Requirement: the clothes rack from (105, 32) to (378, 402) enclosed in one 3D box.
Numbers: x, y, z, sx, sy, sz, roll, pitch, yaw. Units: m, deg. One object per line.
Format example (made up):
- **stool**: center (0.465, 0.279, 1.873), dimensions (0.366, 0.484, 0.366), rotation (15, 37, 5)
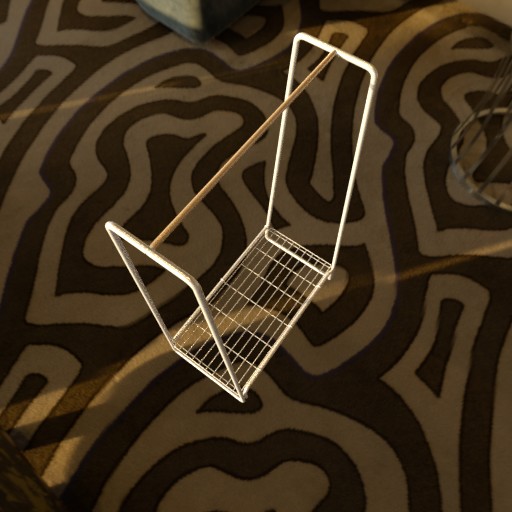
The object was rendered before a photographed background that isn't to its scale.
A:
- **clothes rack**: center (0.000, 0.000, 1.910), dimensions (0.495, 1.500, 0.900), rotation (33, 68, 15)
